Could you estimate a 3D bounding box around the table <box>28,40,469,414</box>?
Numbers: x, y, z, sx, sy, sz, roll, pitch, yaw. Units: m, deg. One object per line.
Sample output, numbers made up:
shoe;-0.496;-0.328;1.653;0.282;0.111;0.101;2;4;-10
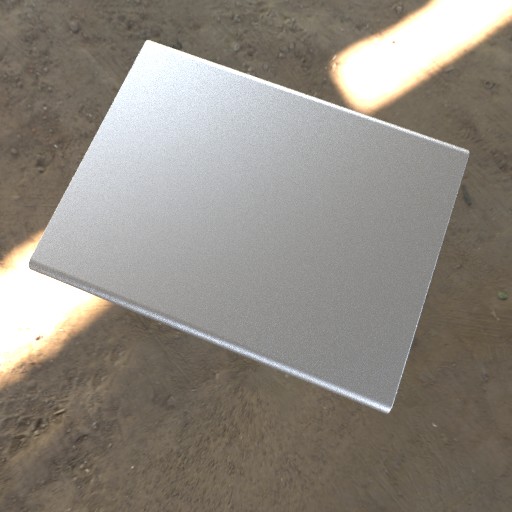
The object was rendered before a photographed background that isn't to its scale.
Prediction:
table;0.000;0.000;1.342;0.762;0.876;0.584;21;77;5
